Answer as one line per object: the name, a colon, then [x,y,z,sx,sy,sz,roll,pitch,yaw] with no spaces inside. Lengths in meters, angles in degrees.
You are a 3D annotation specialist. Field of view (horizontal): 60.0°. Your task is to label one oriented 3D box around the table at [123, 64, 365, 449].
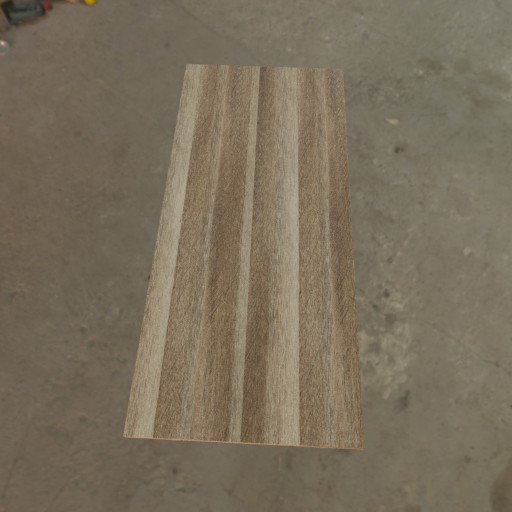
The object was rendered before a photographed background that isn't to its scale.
table: [0.000,0.000,1.362,0.493,0.480,1.095,2,63,1]
